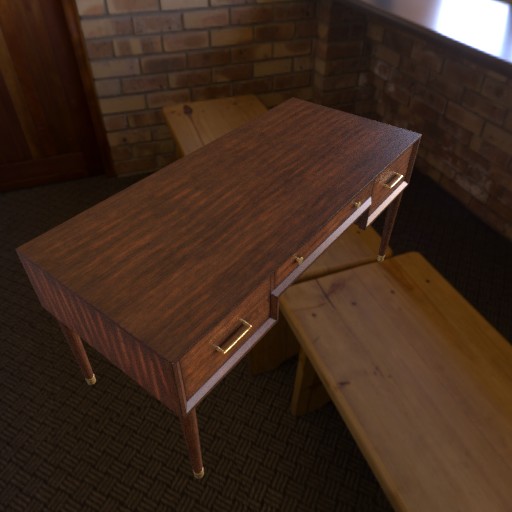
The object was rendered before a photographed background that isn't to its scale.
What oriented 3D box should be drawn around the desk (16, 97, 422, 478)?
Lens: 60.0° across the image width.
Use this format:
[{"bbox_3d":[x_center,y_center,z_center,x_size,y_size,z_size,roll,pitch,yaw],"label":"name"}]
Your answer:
[{"bbox_3d":[0.000,0.000,1.967,0.724,0.762,1.575,27,48,27],"label":"desk"}]
